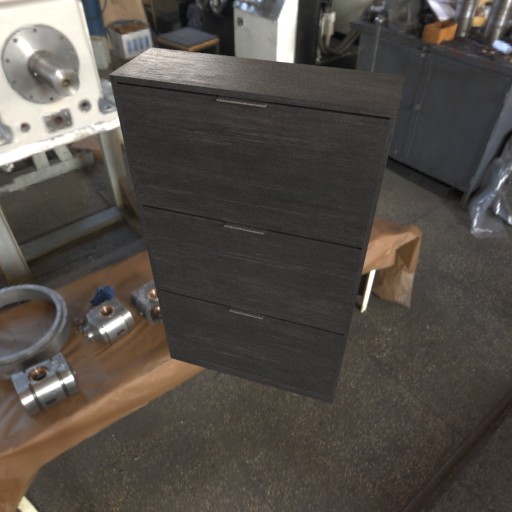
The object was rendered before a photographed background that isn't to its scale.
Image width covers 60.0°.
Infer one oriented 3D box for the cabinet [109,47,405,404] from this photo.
[{"bbox_3d":[0.000,0.000,1.599,0.750,1.280,0.250,12,43,13],"label":"cabinet"}]
